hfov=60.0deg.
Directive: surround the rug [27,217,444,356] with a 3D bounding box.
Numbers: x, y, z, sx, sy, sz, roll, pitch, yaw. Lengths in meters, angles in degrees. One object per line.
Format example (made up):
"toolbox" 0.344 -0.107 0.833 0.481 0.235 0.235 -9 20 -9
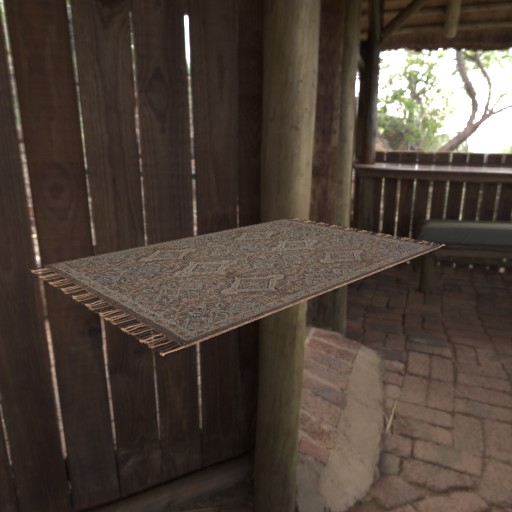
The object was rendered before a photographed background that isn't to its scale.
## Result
"rug" 0.000 0.000 2.998 2.434 0.010 1.516 -15 21 -42
